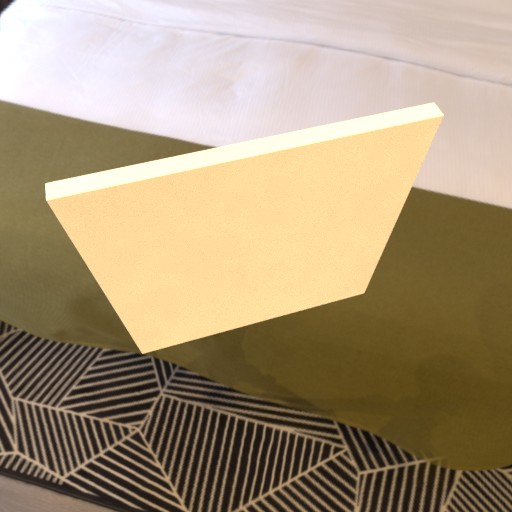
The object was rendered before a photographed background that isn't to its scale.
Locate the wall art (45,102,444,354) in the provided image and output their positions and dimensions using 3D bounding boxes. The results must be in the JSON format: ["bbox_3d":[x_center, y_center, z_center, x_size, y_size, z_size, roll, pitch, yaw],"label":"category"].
[{"bbox_3d":[0.000,0.000,1.148,0.762,0.762,0.040,-14,59,-9],"label":"wall art"}]
